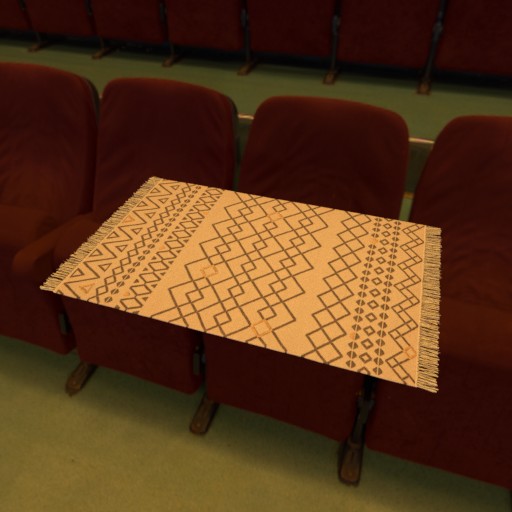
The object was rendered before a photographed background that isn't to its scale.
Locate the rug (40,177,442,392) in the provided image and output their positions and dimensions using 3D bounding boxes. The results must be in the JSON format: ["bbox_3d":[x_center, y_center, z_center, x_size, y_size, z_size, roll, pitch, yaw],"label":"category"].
[{"bbox_3d":[0.000,0.000,2.538,2.023,0.028,1.224,12,42,14],"label":"rug"}]
